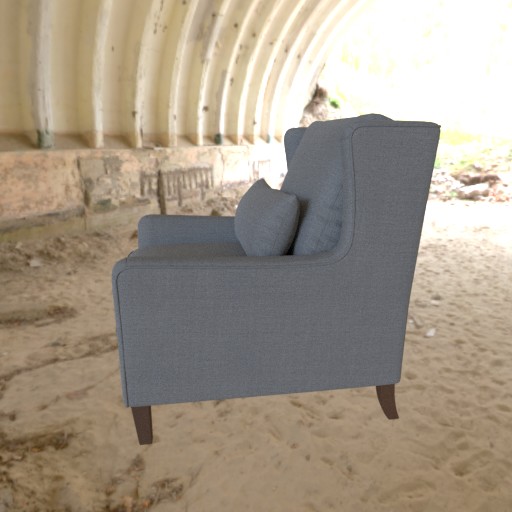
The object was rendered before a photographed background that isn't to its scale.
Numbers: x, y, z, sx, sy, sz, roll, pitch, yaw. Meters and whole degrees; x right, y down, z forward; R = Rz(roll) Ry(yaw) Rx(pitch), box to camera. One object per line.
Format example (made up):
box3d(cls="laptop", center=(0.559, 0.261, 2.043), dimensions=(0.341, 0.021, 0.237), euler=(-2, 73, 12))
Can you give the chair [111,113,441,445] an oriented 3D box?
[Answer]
box3d(cls="chair", center=(0.000, 0.000, 1.759), dimensions=(1.040, 1.056, 0.866), euler=(-2, 15, -9))
